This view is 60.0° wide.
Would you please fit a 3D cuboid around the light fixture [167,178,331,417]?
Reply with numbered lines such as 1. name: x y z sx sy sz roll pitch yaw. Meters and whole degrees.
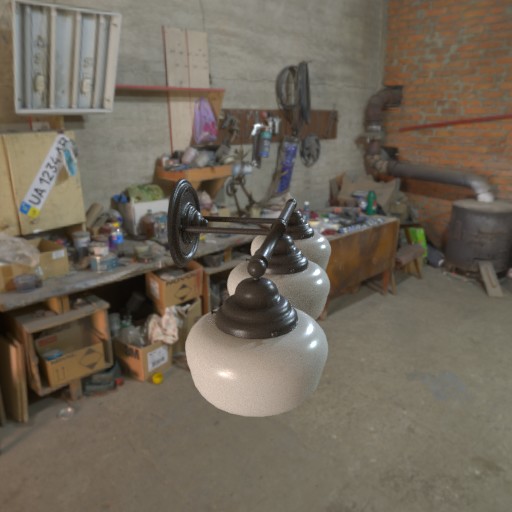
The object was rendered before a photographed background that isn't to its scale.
1. light fixture: 0.000 0.000 0.710 0.239 0.242 0.587 3 17 9
